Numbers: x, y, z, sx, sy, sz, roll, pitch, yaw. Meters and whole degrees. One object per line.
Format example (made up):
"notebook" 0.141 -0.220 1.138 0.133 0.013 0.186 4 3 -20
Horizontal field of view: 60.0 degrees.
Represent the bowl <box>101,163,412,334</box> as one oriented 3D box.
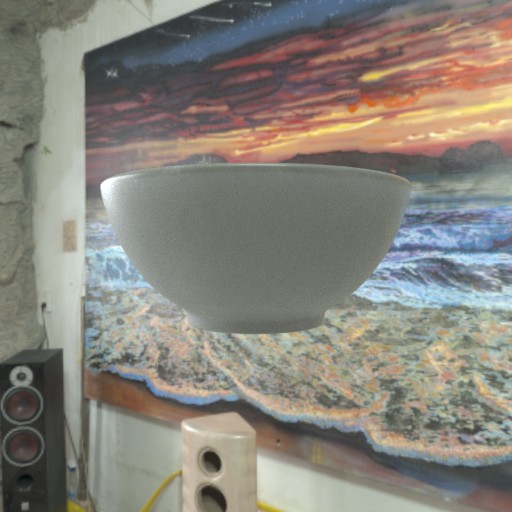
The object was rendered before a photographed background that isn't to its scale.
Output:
"bowl" 0.000 0.000 0.406 0.268 0.121 0.268 0 1 0
